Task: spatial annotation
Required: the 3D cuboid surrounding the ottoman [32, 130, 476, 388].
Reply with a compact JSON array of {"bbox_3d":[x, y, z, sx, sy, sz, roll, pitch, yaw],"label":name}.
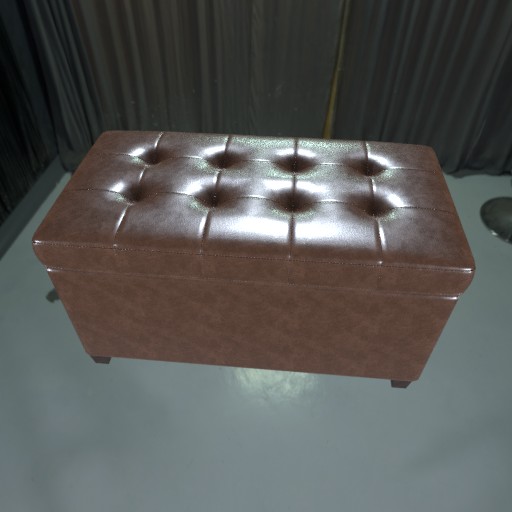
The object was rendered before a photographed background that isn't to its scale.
[{"bbox_3d":[0.000,0.000,1.107,0.838,0.470,0.432,4,45,4],"label":"ottoman"}]
